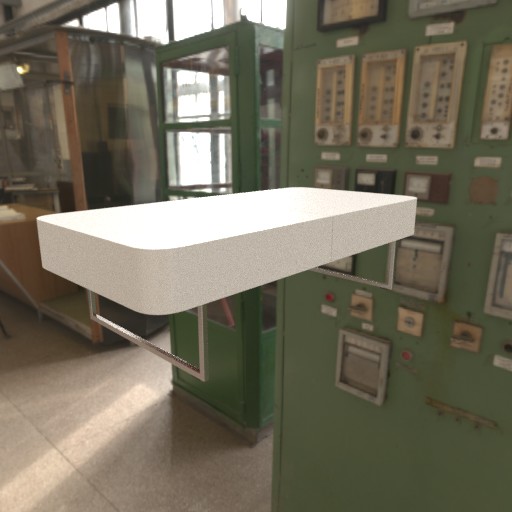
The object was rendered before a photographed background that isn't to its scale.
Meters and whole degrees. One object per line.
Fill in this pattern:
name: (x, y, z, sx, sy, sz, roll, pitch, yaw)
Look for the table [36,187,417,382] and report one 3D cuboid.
table: (0.000, 0.000, 1.491, 0.600, 0.340, 1.200, 13, 19, 42)
